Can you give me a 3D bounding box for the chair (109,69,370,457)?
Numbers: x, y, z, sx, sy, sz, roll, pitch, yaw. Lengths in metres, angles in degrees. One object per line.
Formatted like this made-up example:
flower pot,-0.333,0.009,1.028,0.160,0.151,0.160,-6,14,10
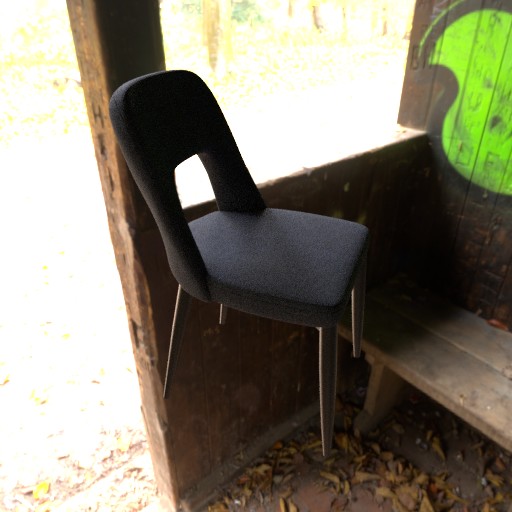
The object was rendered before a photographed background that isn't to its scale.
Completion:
chair,0.000,0.000,1.248,0.612,0.931,0.470,12,33,19
